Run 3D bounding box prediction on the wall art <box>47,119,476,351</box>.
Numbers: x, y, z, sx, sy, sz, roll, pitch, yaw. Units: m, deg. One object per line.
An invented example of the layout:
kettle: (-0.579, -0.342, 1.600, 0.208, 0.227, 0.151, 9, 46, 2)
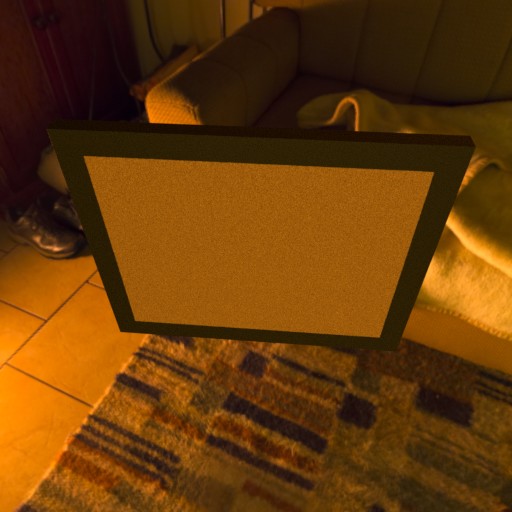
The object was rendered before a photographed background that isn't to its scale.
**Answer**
wall art: (0.000, 0.000, 0.747, 0.561, 0.460, 0.028, 3, 45, 3)
